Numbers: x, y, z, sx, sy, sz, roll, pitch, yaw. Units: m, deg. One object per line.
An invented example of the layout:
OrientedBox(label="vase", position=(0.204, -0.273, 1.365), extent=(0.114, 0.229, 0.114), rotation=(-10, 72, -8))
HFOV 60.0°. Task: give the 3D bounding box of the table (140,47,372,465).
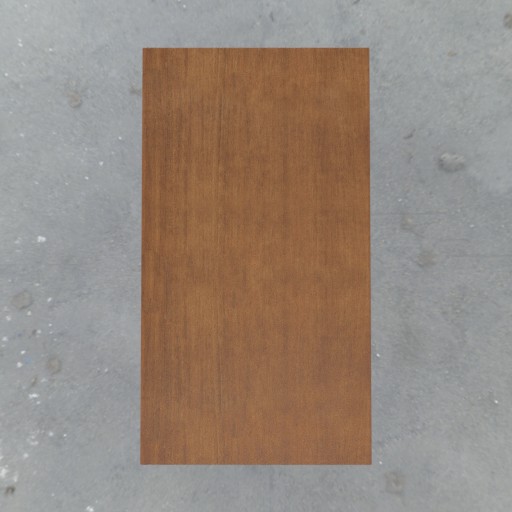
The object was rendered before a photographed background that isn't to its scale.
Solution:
OrientedBox(label="table", position=(0.000, 0.000, 1.269), extent=(0.549, 0.419, 1.000), rotation=(0, 89, 0))
